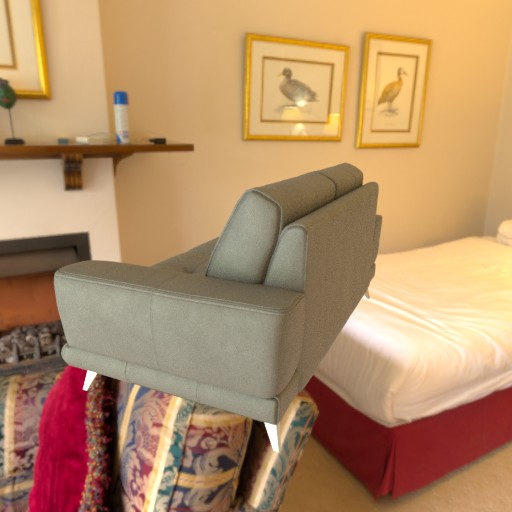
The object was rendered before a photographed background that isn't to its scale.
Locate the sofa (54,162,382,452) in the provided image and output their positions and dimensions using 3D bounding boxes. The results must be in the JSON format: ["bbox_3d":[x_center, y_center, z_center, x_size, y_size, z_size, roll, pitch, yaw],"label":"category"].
[{"bbox_3d":[0.000,0.000,2.348,1.018,0.907,1.806,7,18,24],"label":"sofa"}]
